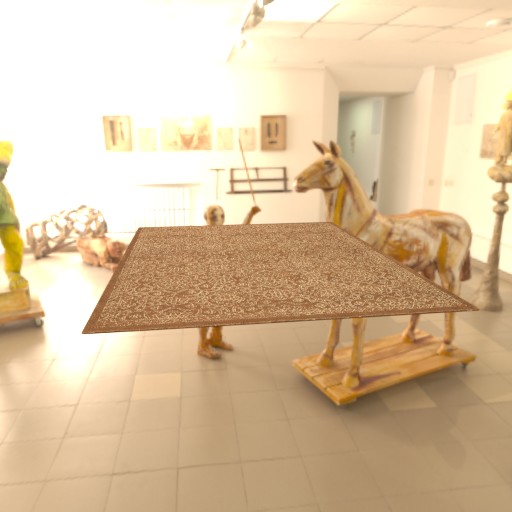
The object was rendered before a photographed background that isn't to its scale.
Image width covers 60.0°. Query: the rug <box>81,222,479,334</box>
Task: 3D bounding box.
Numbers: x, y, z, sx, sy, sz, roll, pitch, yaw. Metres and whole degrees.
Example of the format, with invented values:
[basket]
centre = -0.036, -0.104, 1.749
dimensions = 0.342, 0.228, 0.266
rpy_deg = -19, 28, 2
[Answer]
[rug]
centre = 0.000, 0.000, 4.114
dimensions = 2.441, 0.015, 3.050
rpy_deg = -2, 15, -8
